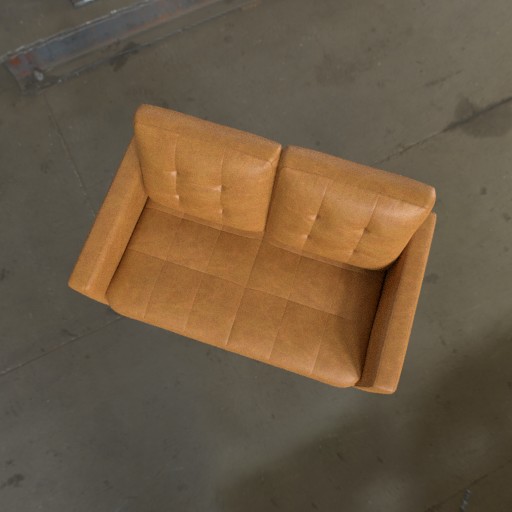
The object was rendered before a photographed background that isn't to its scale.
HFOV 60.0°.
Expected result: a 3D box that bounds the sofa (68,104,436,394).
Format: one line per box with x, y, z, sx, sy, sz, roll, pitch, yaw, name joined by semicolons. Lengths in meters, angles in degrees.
0.000;0.000;2.012;1.430;0.898;0.868;18;75;5;sofa
